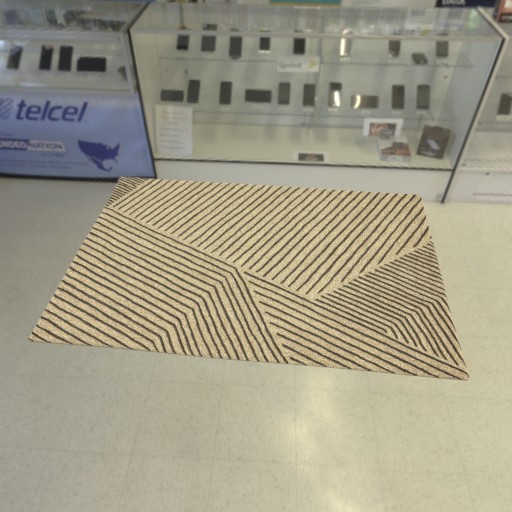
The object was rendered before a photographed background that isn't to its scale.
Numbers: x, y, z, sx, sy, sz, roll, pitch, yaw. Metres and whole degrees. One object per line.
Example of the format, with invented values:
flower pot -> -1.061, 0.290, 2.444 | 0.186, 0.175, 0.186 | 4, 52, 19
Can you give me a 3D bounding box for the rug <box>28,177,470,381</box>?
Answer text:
rug -> 0.000, 0.000, 2.267 | 1.842, 0.019, 1.237 | 4, 45, 4
